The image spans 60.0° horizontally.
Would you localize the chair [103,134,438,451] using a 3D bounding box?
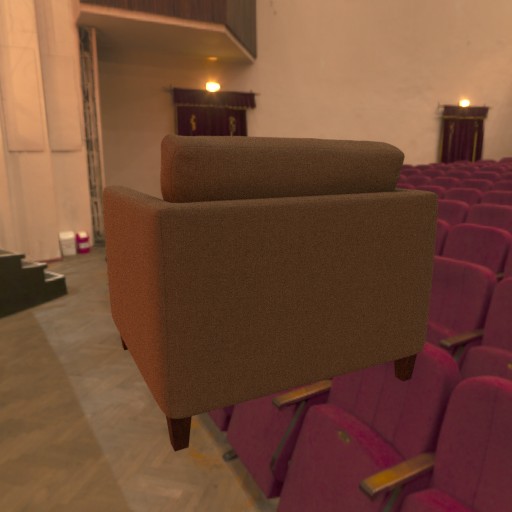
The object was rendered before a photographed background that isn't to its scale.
[{"bbox_3d":[0.000,0.000,1.875,1.107,0.963,0.959,-7,15,-26],"label":"chair"}]
